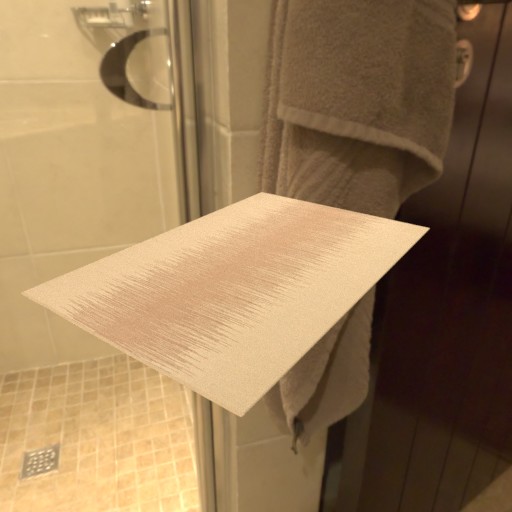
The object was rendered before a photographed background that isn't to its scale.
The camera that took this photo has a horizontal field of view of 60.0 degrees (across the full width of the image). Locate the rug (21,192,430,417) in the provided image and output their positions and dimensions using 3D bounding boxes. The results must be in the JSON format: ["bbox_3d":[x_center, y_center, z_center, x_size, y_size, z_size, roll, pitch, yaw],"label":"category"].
[{"bbox_3d":[0.000,0.000,2.302,1.234,0.006,1.850,17,30,32],"label":"rug"}]
